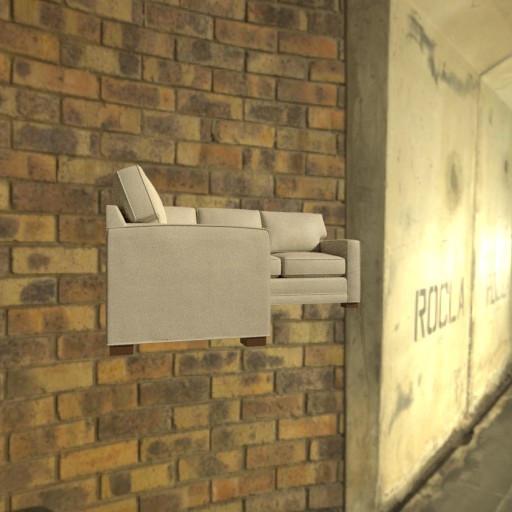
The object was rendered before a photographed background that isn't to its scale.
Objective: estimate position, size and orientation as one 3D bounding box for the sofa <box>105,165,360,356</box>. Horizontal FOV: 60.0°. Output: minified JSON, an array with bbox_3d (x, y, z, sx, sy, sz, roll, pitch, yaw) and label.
[{"bbox_3d":[0.000,0.000,3.425,2.189,0.939,2.182,0,0,-18],"label":"sofa"}]
